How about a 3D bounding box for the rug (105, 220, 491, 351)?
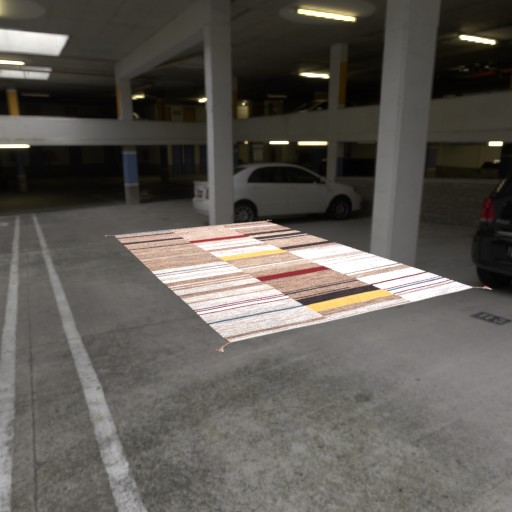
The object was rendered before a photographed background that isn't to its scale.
[{"bbox_3d":[0.000,0.000,2.399,1.268,0.007,1.918,-8,16,-27],"label":"rug"}]
